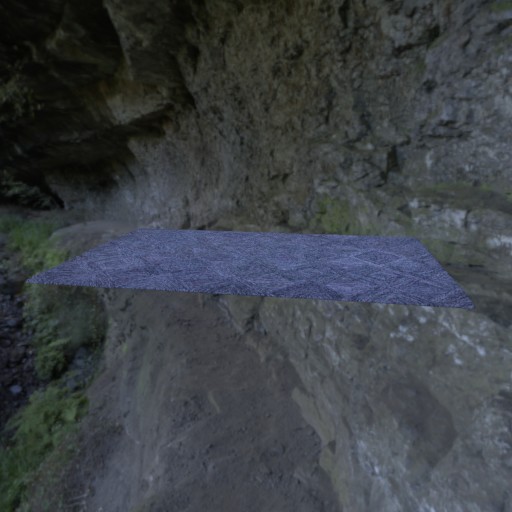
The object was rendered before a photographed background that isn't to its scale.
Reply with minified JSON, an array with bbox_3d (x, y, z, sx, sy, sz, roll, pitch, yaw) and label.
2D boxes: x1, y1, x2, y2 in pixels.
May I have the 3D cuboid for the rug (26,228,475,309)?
[{"bbox_3d":[0.000,0.000,2.230,1.752,0.013,1.158,2,15,9],"label":"rug"}]
